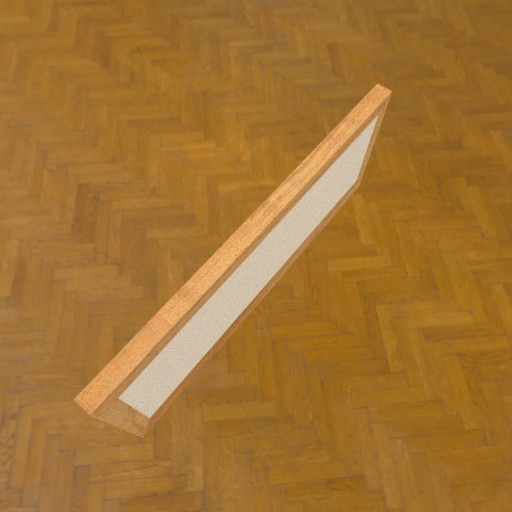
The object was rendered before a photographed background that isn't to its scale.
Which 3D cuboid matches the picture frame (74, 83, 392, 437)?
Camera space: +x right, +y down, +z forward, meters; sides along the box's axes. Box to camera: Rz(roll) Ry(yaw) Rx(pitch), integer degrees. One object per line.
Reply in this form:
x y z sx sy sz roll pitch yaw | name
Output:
0.000 0.000 0.658 0.045 0.234 0.582 36 68 17 | picture frame
